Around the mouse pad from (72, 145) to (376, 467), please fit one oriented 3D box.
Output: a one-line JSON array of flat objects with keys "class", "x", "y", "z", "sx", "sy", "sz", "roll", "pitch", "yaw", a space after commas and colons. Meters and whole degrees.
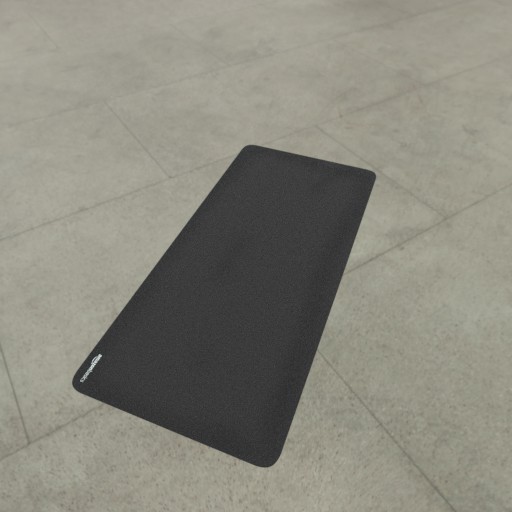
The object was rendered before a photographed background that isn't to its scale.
[{"class": "mouse pad", "x": 0.000, "y": 0.000, "z": 1.082, "sx": 0.424, "sy": 0.003, "sz": 0.907, "roll": 16, "pitch": 49, "yaw": 15}]
